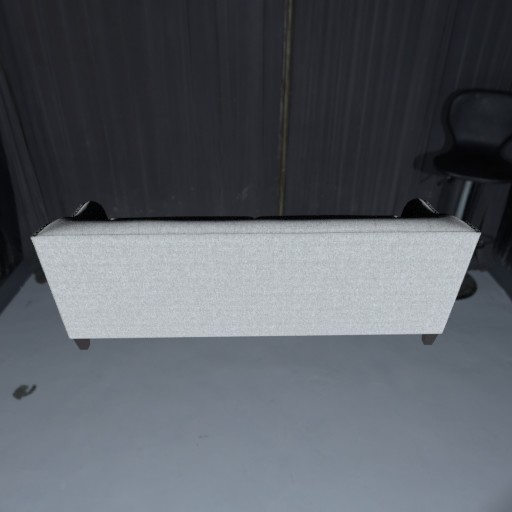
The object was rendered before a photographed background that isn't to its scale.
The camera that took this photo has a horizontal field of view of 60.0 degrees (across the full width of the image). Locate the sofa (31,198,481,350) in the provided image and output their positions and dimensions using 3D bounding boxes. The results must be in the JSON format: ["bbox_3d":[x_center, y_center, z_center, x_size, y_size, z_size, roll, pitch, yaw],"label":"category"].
[{"bbox_3d":[0.000,0.000,2.777,2.235,0.901,0.914,-1,32,-1],"label":"sofa"}]
